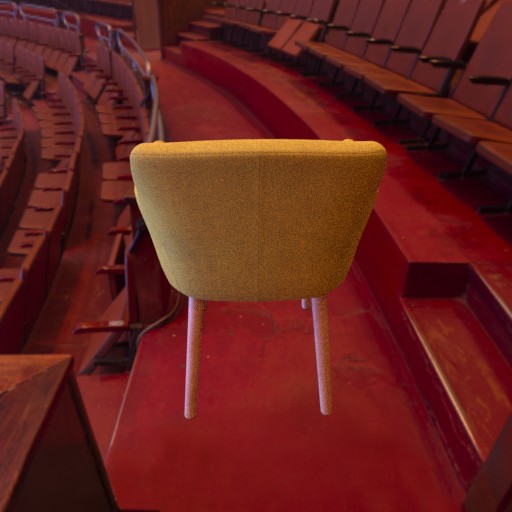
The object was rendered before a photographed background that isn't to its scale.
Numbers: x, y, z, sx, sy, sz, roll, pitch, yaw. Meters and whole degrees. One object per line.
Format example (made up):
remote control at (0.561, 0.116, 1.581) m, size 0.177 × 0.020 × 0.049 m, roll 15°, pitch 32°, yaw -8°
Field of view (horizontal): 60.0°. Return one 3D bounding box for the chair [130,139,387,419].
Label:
chair at (0.000, 0.000, 1.186) m, size 0.570 × 0.780 × 0.570 m, roll -1°, pitch 32°, yaw -1°
